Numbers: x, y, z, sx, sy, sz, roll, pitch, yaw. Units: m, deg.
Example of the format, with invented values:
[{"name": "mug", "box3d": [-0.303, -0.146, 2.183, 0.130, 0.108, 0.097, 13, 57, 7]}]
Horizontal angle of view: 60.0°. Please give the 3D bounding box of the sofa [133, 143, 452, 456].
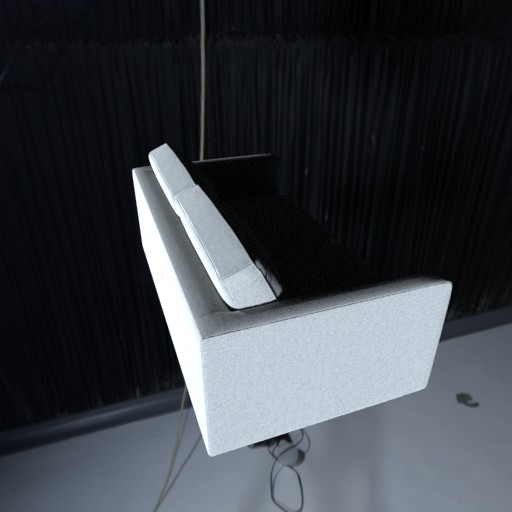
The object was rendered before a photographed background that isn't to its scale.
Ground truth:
[{"name": "sofa", "box3d": [0.000, 0.000, 2.315, 1.000, 0.900, 1.731, -10, 31, -18]}]
